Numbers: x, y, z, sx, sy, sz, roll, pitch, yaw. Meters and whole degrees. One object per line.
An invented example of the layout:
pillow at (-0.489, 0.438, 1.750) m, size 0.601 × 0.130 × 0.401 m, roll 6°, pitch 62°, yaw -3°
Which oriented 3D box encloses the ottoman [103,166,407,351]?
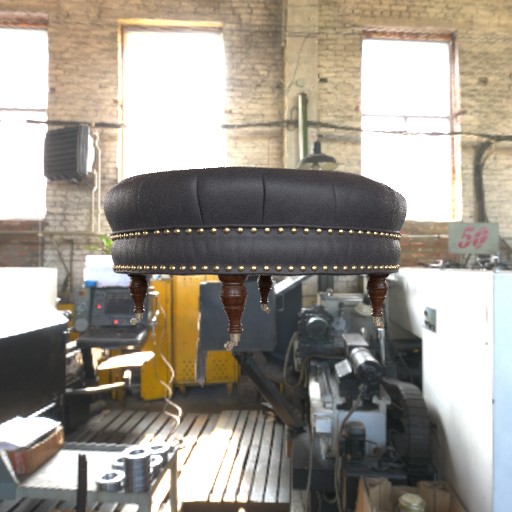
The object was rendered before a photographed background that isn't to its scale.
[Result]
ottoman at (0.000, 0.000, 1.378) m, size 0.901 × 0.439 × 0.901 m, roll 0°, pitch -1°, yaw 0°
